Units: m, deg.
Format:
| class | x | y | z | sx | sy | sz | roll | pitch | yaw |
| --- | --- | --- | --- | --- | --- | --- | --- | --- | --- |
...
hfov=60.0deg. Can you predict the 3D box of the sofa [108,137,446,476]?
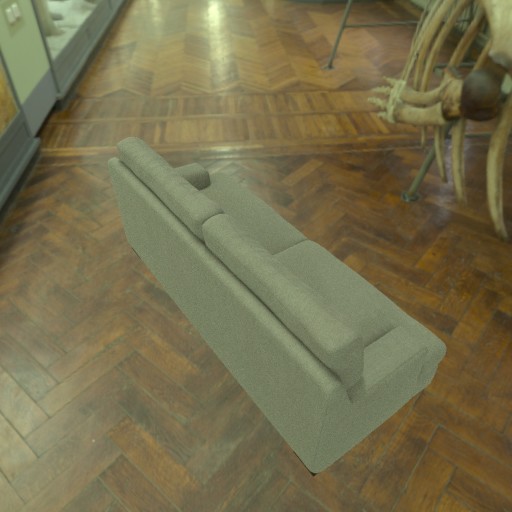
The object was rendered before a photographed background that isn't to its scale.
| class | x | y | z | sx | sy | sz | roll | pitch | yaw |
| --- | --- | --- | --- | --- | --- | --- | --- | --- | --- |
| sofa | 0.000 | 0.000 | 2.871 | 0.962 | 0.980 | 2.354 | -25 | 47 | -26 |
